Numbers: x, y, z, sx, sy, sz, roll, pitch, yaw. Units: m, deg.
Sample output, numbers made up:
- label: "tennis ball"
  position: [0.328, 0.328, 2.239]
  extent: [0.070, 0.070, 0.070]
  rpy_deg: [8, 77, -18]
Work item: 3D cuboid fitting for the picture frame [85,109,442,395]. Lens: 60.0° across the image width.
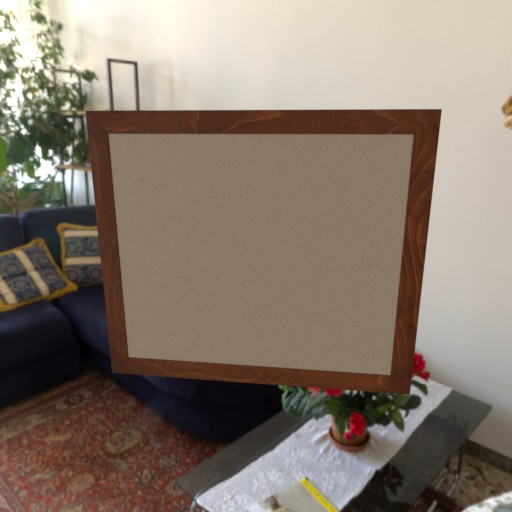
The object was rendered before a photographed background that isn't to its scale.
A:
- label: "picture frame"
  position: [0.000, 0.000, 0.529]
  extent: [0.381, 0.330, 0.025]
  rpy_deg: [2, 16, 7]
